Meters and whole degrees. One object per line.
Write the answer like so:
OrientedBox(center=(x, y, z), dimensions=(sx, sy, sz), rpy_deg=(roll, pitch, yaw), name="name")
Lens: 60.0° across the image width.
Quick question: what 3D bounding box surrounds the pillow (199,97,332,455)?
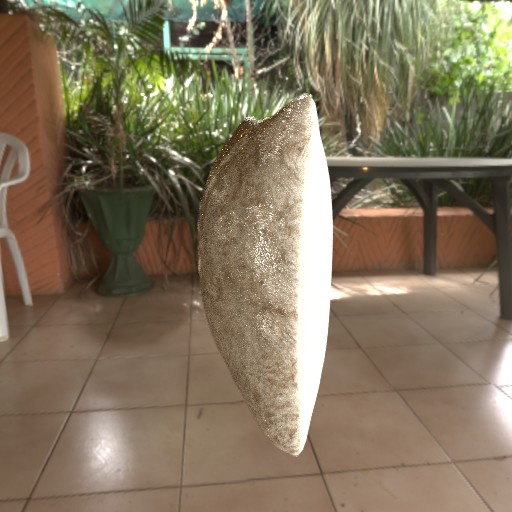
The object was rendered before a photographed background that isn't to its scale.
OrientedBox(center=(0.000, 0.000, 0.823), dimensions=(0.216, 0.525, 0.538), rpy_deg=(-2, 14, -8), name="pillow")
